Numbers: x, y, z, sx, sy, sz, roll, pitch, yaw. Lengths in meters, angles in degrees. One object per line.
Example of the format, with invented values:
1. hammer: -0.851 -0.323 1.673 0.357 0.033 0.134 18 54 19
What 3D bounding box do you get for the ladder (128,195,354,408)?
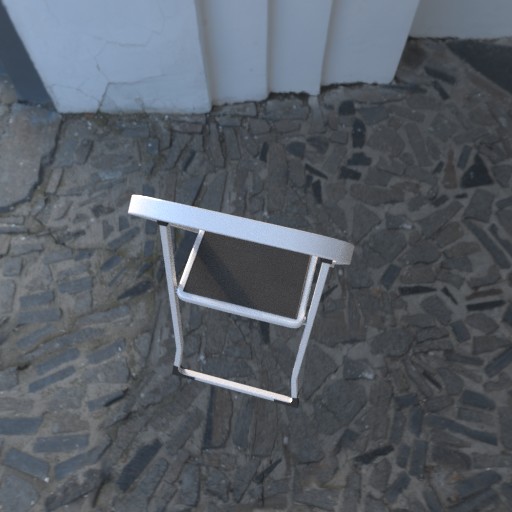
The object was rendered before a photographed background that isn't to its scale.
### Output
1. ladder: 0.000 0.000 1.145 0.460 0.810 0.544 13 63 7
